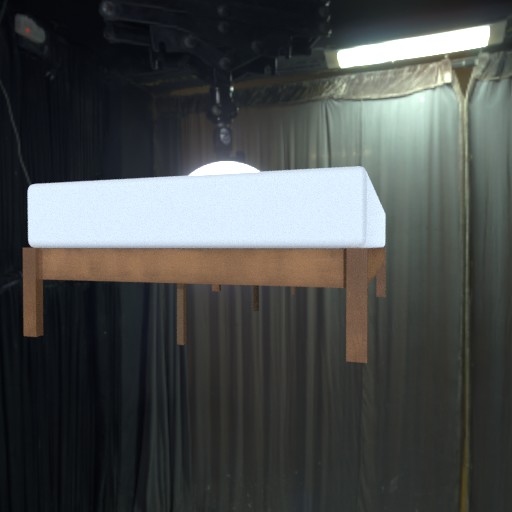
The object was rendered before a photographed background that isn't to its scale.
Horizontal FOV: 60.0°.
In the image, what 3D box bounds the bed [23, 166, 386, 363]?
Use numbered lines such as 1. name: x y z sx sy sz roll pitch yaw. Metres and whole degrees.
1. bed: 0.000 0.000 2.492 1.348 0.616 1.927 0 1 18
